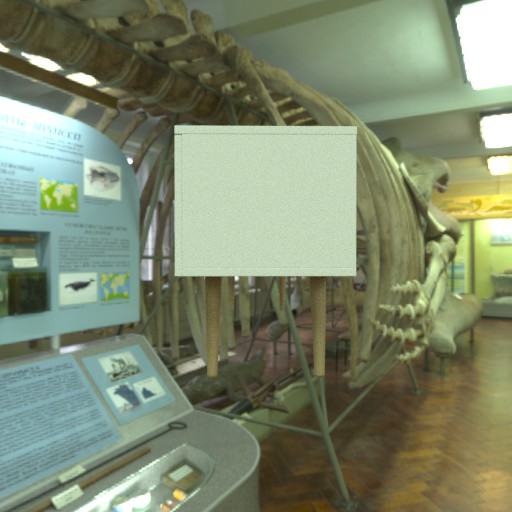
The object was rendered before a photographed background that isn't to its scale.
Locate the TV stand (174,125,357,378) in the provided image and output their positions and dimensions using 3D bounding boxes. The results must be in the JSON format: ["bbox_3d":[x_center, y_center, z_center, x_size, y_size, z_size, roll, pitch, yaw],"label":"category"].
[{"bbox_3d":[0.000,0.000,1.628,0.401,0.560,1.398,0,1,-1],"label":"TV stand"}]
